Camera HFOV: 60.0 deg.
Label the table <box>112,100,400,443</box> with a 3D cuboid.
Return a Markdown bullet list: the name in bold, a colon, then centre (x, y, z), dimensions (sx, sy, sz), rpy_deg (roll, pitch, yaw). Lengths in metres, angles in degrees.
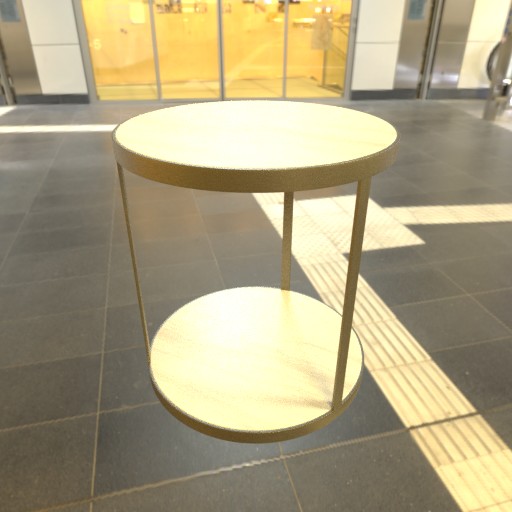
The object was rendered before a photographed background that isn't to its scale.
- **table**: centre (0.000, 0.000, 0.825), dimensions (0.445, 0.479, 0.445), rpy_deg (0, 29, 0)
